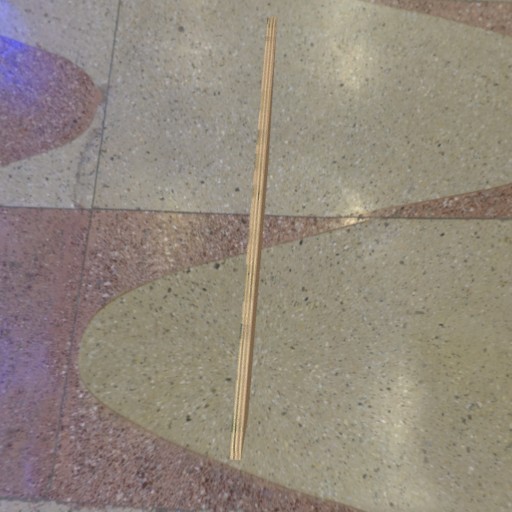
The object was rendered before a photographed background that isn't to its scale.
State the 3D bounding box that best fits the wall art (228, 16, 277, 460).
[{"bbox_3d":[0.000,0.000,0.682,0.012,0.408,0.508,4,76,1],"label":"wall art"}]
